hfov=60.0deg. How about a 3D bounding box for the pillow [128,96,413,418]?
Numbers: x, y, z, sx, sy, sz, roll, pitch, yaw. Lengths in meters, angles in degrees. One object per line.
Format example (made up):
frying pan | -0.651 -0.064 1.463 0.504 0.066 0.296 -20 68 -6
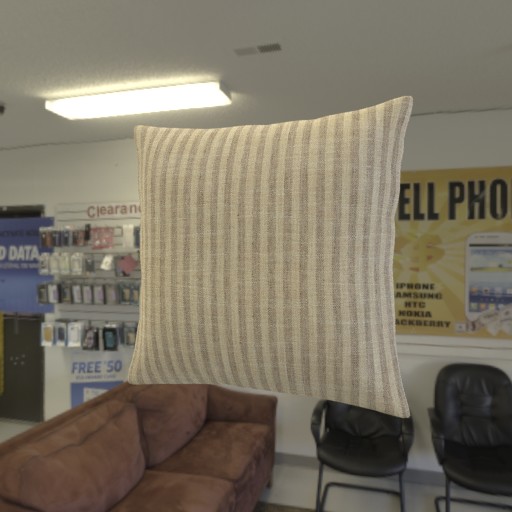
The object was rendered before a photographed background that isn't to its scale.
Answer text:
pillow | 0.000 0.000 0.786 0.523 0.510 0.166 0 0 19
